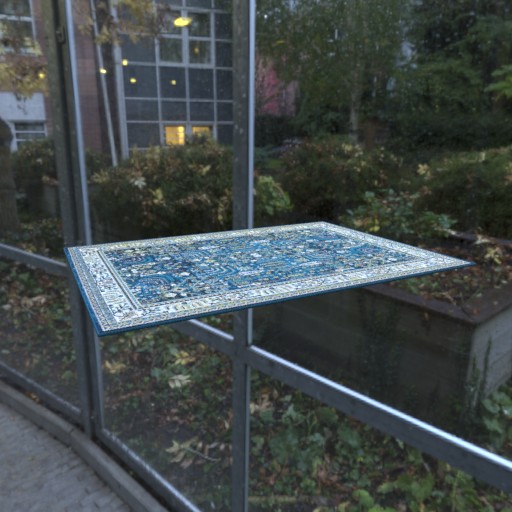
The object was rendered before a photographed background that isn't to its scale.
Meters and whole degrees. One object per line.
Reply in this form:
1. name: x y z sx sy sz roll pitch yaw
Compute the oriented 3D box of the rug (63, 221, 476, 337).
1. rug: 0.000 0.000 2.906 2.213 0.013 1.594 -8 17 -26
